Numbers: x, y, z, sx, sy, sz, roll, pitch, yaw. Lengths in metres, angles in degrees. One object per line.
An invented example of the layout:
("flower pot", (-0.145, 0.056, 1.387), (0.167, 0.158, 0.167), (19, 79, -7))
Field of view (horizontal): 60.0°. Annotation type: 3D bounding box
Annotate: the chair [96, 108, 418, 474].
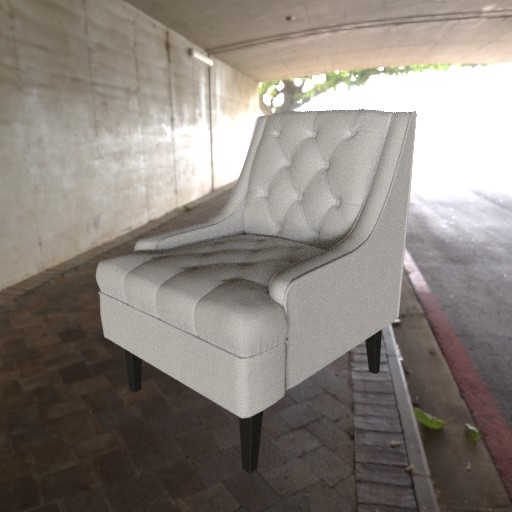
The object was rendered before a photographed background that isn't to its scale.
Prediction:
("chair", (0.000, 0.000, 1.383), (0.658, 0.891, 0.772), (14, 21, 41))
